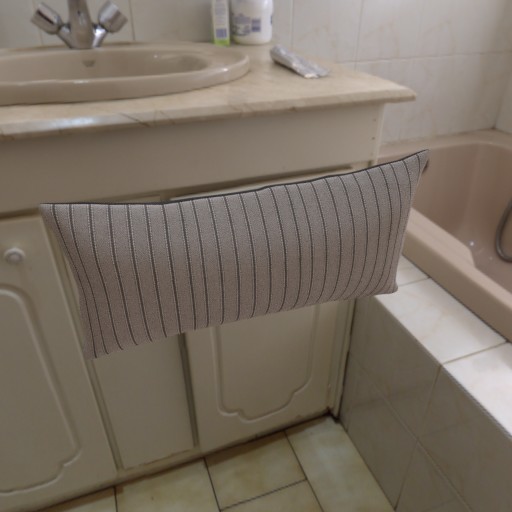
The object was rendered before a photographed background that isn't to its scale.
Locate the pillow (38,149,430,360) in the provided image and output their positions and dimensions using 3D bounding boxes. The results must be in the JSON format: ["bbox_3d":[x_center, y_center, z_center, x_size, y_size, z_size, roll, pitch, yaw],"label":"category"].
[{"bbox_3d":[0.000,0.000,0.742,0.609,0.305,0.151,-10,34,-15],"label":"pillow"}]
